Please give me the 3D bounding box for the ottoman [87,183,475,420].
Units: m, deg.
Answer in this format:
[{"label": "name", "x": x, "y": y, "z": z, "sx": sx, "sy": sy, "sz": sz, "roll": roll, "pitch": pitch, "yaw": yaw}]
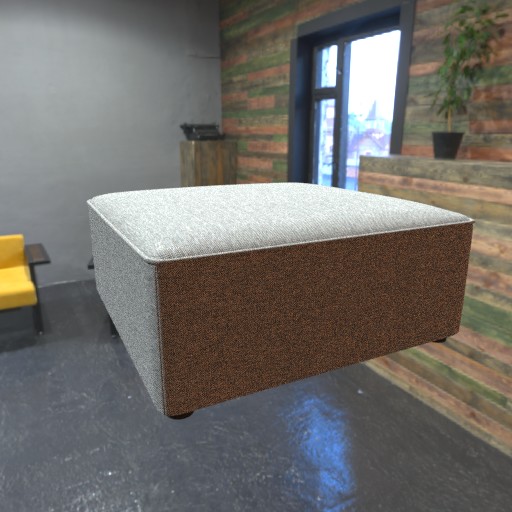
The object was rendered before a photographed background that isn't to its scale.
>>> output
[{"label": "ottoman", "x": 0.000, "y": 0.000, "z": 1.581, "sx": 1.005, "sy": 0.455, "sz": 1.005, "roll": -8, "pitch": 17, "yaw": -26}]
